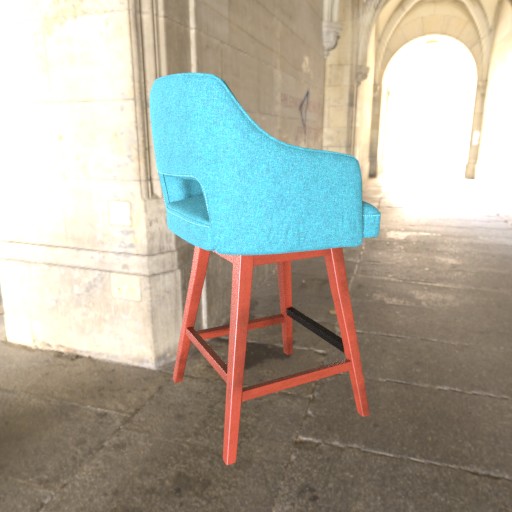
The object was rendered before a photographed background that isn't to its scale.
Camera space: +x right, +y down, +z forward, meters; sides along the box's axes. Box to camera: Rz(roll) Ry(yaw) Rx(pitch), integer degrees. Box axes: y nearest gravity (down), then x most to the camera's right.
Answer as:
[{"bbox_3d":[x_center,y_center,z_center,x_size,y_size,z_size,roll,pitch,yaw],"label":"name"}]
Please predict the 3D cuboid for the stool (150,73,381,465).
[{"bbox_3d":[0.000,0.000,1.315,0.556,0.961,0.548,-8,17,-26],"label":"stool"}]
